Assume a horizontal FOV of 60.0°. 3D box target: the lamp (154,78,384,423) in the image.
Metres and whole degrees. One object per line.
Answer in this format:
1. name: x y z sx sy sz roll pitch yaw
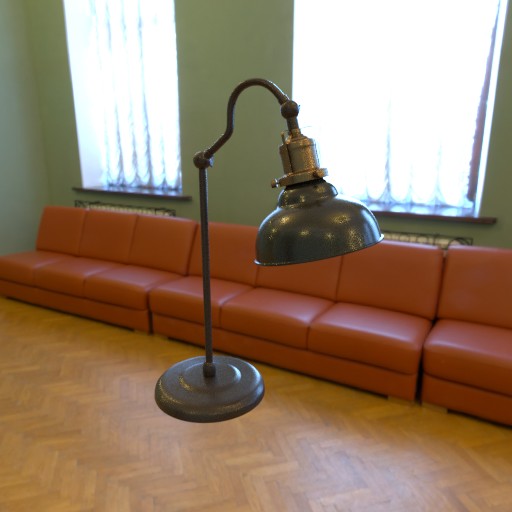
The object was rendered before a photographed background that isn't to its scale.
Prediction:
1. lamp: 0.000 0.000 0.675 0.374 0.508 0.192 8 16 27
